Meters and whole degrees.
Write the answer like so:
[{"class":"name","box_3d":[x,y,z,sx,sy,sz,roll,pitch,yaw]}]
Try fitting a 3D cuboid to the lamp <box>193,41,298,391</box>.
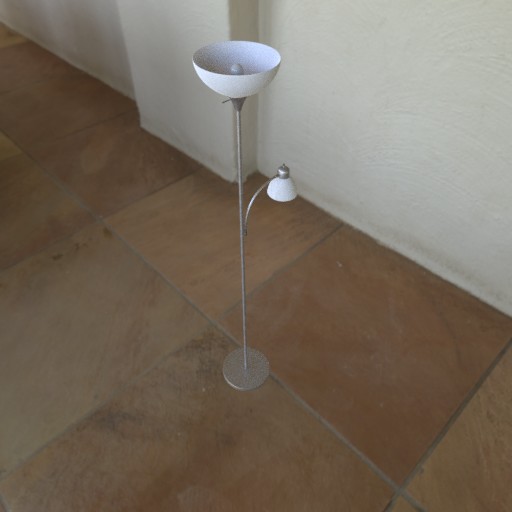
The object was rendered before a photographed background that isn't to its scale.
[{"class":"lamp","box_3d":[0.000,0.000,2.014,0.425,1.804,0.279,-32,53,-28]}]
